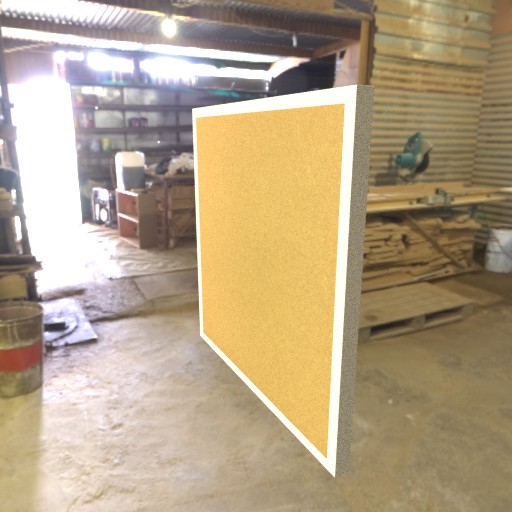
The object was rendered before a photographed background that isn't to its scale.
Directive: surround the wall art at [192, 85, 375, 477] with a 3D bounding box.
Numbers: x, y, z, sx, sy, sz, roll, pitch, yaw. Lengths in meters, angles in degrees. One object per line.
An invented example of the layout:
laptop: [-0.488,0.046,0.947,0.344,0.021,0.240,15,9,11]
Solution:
wall art: [0.000,0.000,1.149,0.038,0.761,0.763,-8,17,-27]
